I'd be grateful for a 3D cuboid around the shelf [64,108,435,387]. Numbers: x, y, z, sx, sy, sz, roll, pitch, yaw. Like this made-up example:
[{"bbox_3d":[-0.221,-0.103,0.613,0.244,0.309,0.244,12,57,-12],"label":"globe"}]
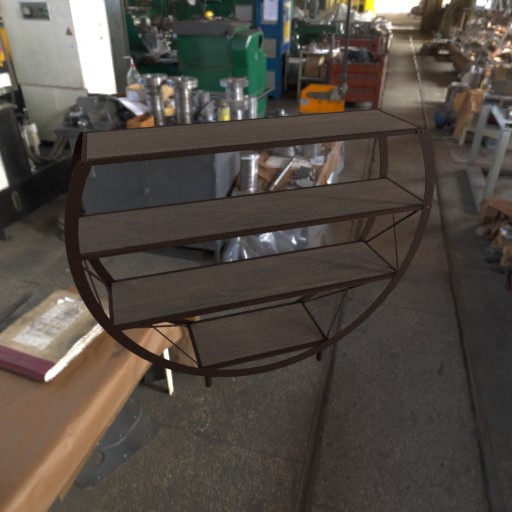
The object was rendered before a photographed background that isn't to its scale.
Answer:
[{"bbox_3d":[0.000,0.000,1.877,1.403,1.063,0.344,-9,32,-15],"label":"shelf"}]
